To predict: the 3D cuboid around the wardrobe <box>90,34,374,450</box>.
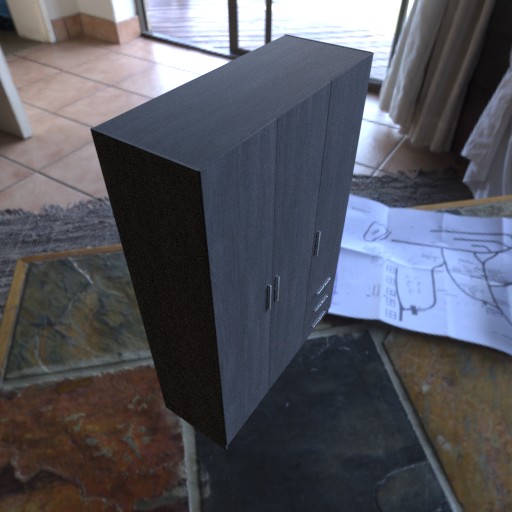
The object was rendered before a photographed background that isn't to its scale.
[{"bbox_3d":[0.000,0.000,2.468,0.510,1.910,1.290,25,48,25],"label":"wardrobe"}]
